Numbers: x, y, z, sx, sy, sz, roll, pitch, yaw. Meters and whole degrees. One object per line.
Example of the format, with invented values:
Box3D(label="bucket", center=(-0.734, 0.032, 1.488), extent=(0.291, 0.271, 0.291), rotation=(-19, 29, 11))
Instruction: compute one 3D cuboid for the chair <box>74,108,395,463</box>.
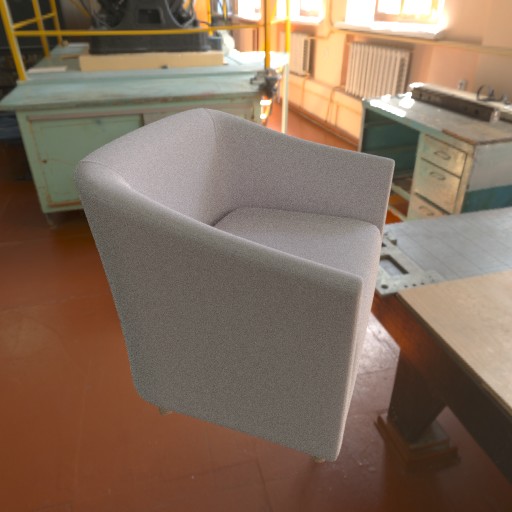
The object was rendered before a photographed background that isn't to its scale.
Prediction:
Box3D(label="chair", center=(0.000, 0.000, 1.326), extent=(0.700, 0.720, 0.790), rotation=(10, 31, 17))
